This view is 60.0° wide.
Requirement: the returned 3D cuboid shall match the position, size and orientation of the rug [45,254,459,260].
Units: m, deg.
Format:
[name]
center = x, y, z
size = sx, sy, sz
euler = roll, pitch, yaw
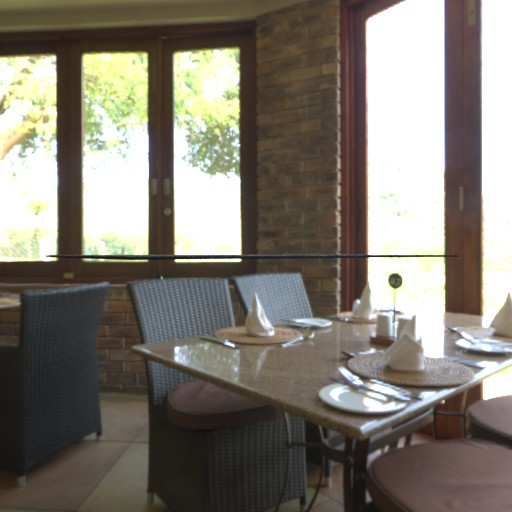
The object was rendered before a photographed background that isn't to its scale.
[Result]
[rug]
center = 0.000, 0.000, 2.914
size = 2.290, 0.014, 1.526
euler = 0, 0, -37
